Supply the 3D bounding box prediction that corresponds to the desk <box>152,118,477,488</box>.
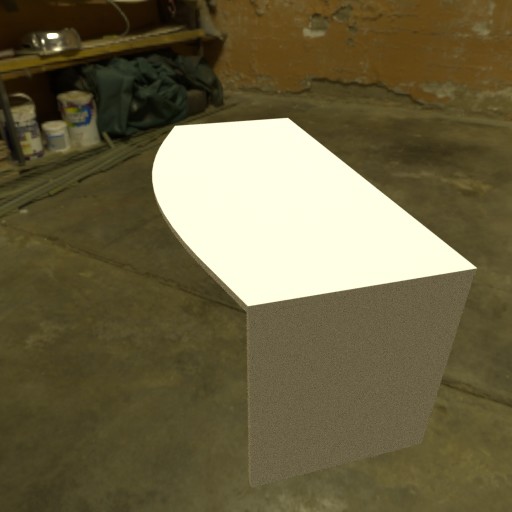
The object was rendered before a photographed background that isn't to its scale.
[{"bbox_3d":[0.000,0.000,1.956,0.802,0.750,1.600,-8,33,-13],"label":"desk"}]
